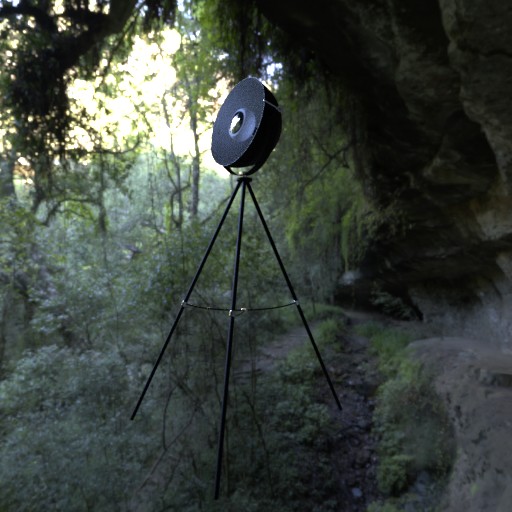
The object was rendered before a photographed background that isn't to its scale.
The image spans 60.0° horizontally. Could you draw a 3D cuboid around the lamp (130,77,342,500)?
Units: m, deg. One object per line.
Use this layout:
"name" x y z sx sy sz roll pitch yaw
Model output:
"lamp" 0.000 0.000 1.964 0.920 1.512 0.817 0 0 -37
